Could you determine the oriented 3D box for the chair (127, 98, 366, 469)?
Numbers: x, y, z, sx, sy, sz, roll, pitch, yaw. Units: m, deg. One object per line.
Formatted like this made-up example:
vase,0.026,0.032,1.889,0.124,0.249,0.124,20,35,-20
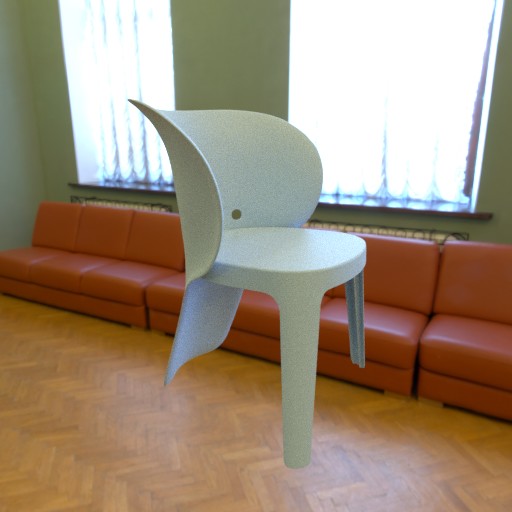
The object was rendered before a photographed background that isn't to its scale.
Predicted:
chair,0.000,0.000,0.846,0.402,0.554,0.451,8,17,27
